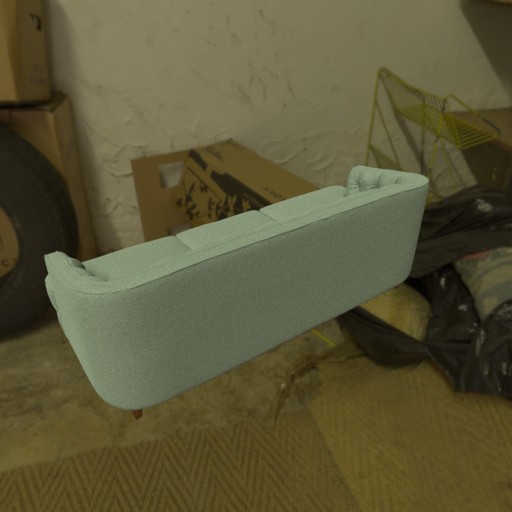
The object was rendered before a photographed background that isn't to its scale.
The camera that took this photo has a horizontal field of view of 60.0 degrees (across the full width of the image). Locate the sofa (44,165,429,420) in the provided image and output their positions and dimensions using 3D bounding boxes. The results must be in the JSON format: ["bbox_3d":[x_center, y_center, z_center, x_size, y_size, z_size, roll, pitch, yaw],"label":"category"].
[{"bbox_3d":[0.000,0.000,2.722,2.278,0.855,0.941,-20,37,-29],"label":"sofa"}]
